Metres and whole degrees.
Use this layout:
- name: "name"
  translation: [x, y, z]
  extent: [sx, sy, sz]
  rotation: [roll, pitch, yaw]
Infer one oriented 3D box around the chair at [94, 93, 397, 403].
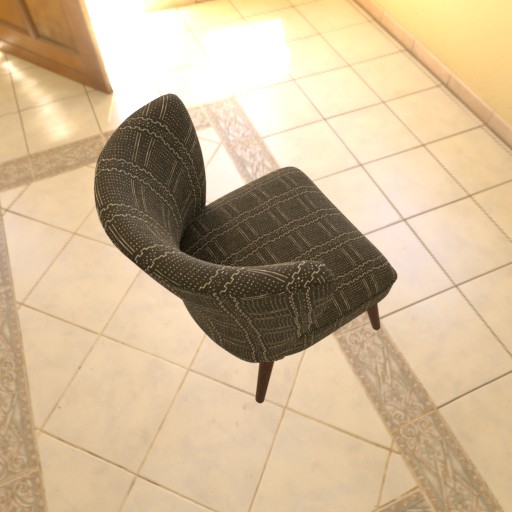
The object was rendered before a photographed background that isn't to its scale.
- name: "chair"
  translation: [0.000, 0.000, 1.389]
  extent: [0.758, 0.866, 0.710]
  rotation: [-29, 61, -17]
